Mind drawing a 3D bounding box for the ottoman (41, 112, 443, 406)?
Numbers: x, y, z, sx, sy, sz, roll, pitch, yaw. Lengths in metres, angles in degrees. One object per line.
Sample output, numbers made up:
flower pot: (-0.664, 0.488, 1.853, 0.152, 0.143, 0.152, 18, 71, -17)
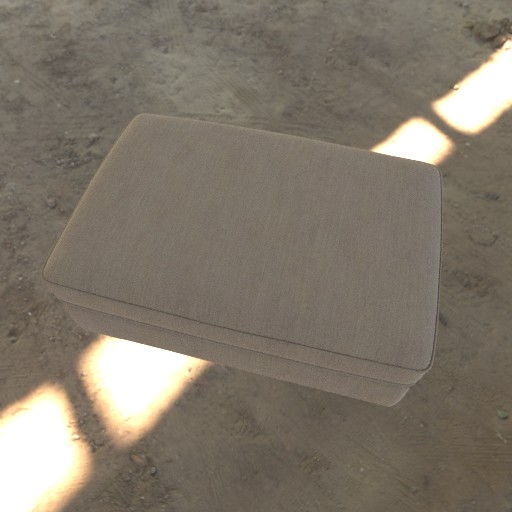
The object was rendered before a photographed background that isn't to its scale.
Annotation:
ottoman: (0.000, 0.000, 1.302, 0.941, 0.480, 0.636, 12, 59, 8)
